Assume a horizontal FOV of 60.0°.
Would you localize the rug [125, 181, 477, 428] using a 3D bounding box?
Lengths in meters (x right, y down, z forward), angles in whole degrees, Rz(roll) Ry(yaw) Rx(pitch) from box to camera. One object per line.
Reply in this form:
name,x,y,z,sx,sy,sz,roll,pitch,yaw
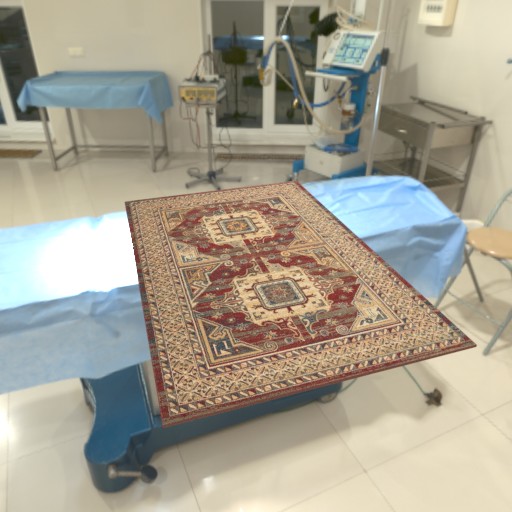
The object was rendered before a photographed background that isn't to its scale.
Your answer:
rug,0.000,0.000,5.778,3.033,0.033,4.578,-9,32,-15
